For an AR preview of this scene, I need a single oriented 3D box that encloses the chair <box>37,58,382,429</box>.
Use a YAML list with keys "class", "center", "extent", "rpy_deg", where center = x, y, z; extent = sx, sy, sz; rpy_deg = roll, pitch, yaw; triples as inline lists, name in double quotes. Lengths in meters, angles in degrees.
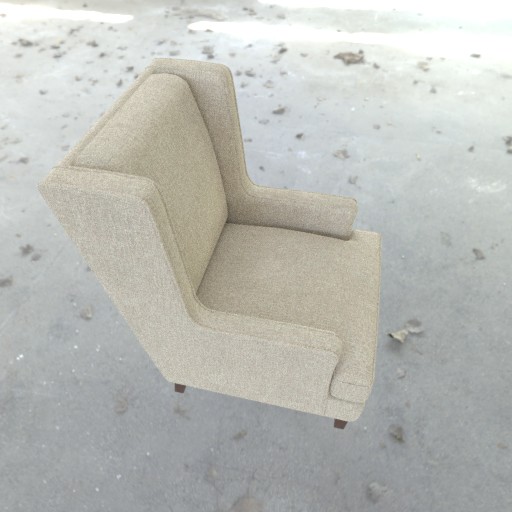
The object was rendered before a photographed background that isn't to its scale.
- class: "chair"
  center: [0.000, 0.000, 1.644]
  extent: [0.948, 1.082, 0.764]
  rpy_deg: [10, 47, 9]
